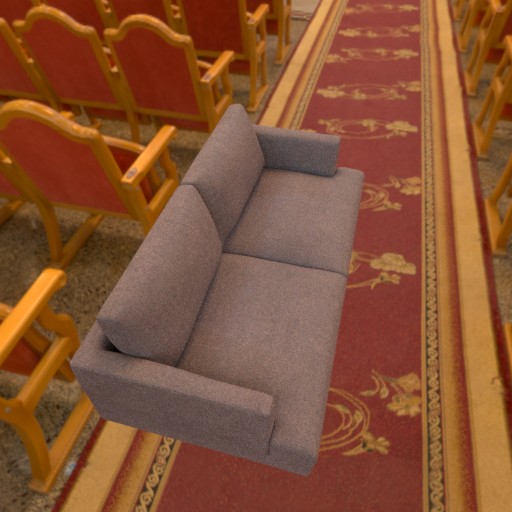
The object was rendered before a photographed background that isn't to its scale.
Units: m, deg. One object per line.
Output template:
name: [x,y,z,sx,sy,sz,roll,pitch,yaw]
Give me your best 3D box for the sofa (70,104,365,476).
sofa: [0.000,0.000,2.442,1.020,0.868,1.948,11,48,10]
